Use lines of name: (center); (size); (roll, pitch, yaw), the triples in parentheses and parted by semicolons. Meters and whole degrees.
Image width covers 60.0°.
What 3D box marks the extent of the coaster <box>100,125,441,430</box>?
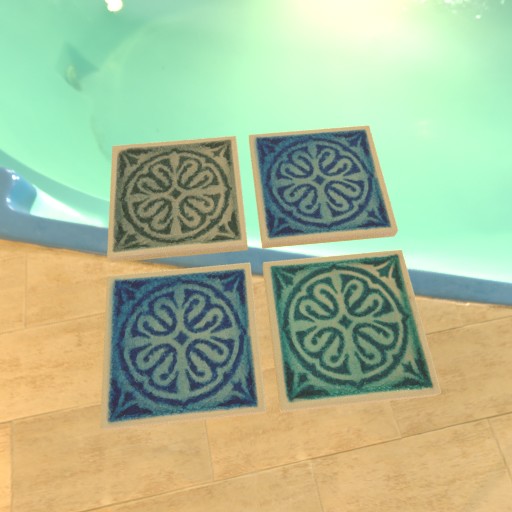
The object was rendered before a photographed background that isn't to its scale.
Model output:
coaster: (0.000, 0.000, 0.325); (0.214, 0.010, 0.219); (-5, 65, -3)
